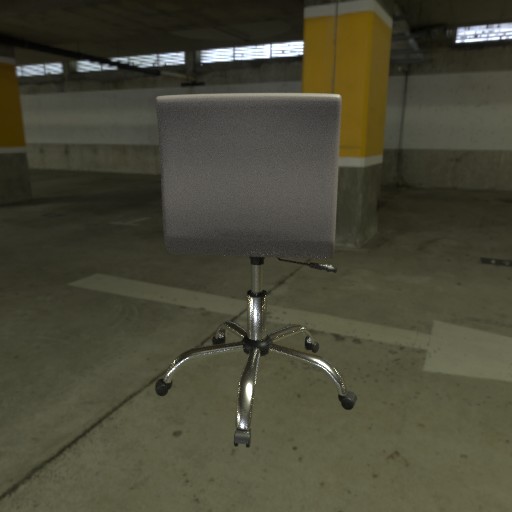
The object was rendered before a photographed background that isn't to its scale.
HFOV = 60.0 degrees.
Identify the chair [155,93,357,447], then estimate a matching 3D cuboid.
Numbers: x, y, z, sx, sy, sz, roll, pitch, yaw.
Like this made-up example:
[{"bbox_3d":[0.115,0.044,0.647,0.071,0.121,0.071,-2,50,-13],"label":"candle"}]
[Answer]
[{"bbox_3d":[0.000,0.000,1.163,0.556,0.780,0.530,2,16,7],"label":"chair"}]
